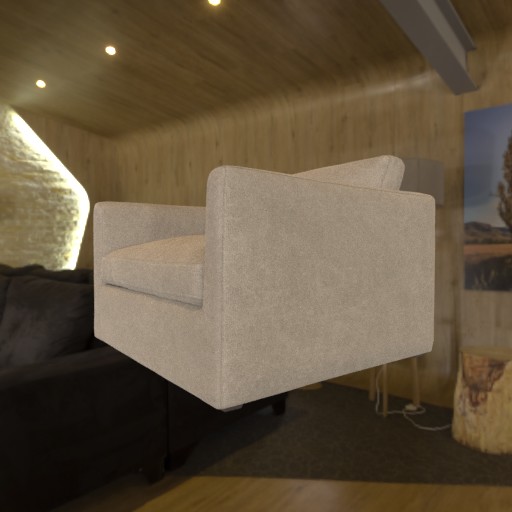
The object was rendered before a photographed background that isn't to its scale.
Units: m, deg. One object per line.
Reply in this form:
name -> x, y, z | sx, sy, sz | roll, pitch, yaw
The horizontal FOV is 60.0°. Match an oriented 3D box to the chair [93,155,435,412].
chair -> 0.000, 0.000, 1.910 | 1.091, 0.845, 1.190 | -1, 1, -35
